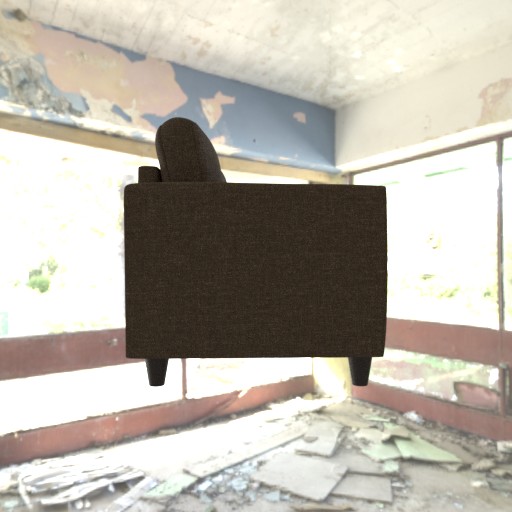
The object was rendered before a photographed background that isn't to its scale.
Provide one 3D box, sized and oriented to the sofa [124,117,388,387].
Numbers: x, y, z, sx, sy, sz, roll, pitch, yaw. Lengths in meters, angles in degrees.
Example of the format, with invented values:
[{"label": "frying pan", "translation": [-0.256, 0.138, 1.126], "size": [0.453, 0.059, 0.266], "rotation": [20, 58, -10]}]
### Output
[{"label": "sofa", "translation": [0.000, 0.000, 2.267], "size": [0.837, 0.891, 1.847], "rotation": [0, -2, -1]}]
